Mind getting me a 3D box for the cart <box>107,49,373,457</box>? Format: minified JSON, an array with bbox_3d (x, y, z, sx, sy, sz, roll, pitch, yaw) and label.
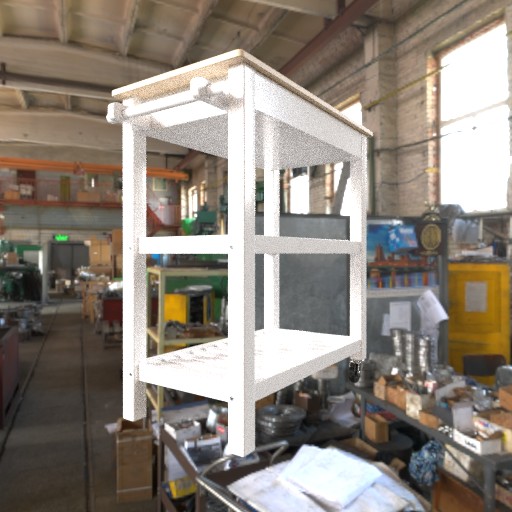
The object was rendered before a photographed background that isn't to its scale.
[{"bbox_3d":[0.000,0.000,1.434,0.457,0.927,0.899,0,0,35],"label":"cart"}]
